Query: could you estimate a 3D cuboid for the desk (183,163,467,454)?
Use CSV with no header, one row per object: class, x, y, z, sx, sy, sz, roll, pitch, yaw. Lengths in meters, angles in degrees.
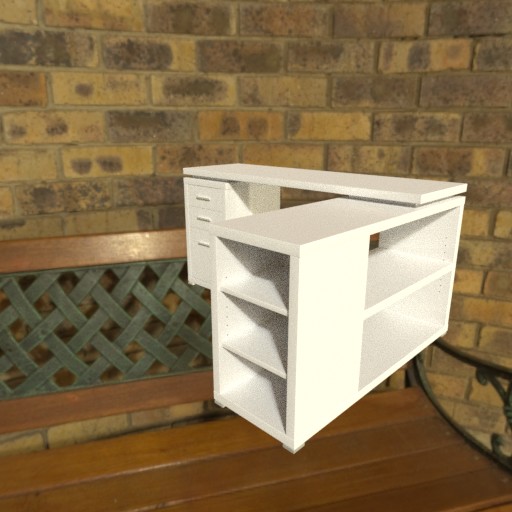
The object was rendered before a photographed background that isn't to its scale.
desk,0.000,0.000,2.231,1.524,0.753,1.200,16,23,42
